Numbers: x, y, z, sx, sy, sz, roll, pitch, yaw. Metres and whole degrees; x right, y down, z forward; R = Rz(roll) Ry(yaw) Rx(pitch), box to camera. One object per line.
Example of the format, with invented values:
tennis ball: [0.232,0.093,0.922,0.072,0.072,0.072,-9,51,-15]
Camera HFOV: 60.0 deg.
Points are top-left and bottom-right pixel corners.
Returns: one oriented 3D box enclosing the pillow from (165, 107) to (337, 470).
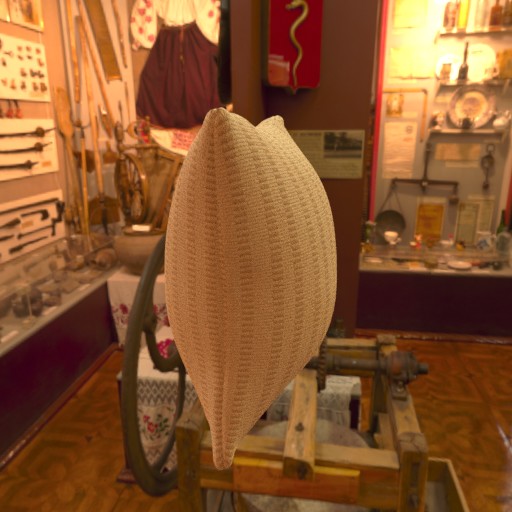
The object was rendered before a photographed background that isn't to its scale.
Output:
pillow: [0.000,0.000,0.679,0.247,0.419,0.438,3,17,10]
